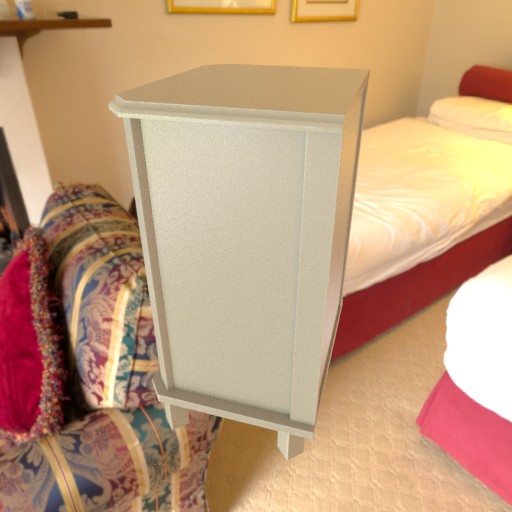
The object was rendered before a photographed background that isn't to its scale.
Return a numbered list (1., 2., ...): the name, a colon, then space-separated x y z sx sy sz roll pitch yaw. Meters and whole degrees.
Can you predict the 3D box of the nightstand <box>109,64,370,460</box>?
1. nightstand: 0.000 0.000 0.918 0.348 0.680 0.435 9 31 14
